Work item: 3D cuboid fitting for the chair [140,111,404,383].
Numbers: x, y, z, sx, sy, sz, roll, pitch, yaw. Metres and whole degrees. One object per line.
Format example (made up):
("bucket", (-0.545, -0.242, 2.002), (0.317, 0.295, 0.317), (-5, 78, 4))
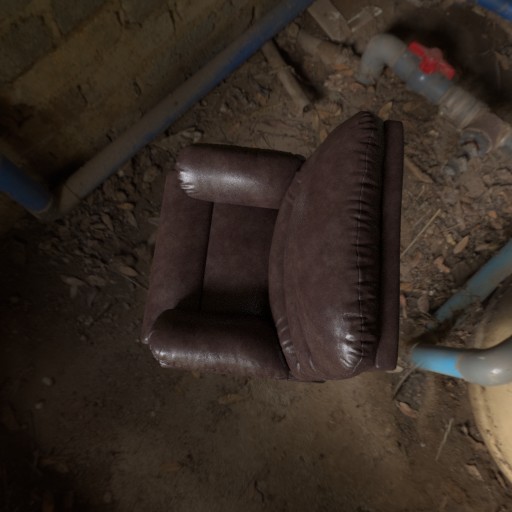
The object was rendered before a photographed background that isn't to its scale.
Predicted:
("chair", (0.000, 0.000, 1.771), (0.879, 1.041, 0.940), (6, 76, 1))
